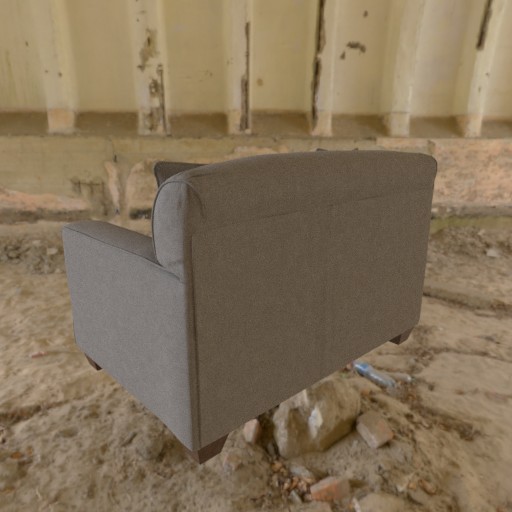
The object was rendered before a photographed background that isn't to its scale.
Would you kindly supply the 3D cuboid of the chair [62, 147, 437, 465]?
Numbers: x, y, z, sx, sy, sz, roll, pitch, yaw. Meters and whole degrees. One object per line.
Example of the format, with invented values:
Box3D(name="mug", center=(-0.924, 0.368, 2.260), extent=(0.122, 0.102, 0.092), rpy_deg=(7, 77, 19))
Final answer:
Box3D(name="chair", center=(0.000, 0.000, 2.003), extent=(1.395, 0.953, 0.992), rpy_deg=(-14, 21, -41))
